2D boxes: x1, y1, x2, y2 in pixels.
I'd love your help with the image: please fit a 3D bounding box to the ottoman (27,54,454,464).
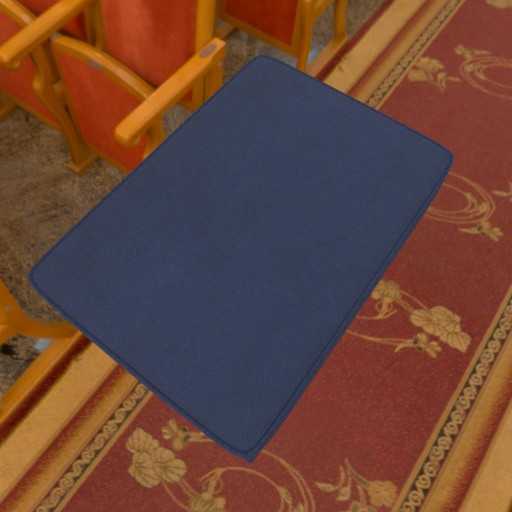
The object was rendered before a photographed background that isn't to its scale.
[{"bbox_3d":[0.000,0.000,1.345,0.686,0.584,0.965,34,69,15],"label":"ottoman"}]
